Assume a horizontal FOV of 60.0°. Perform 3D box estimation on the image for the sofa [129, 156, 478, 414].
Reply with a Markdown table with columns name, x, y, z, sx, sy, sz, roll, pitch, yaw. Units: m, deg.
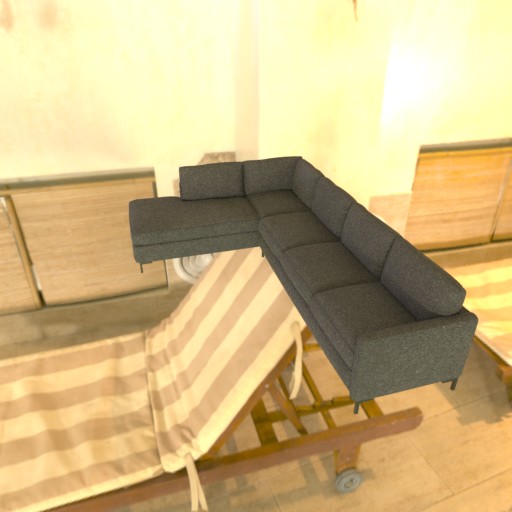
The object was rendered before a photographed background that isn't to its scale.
| name | x | y | z | sx | sy | sz | roll | pitch | yaw |
| --- | --- | --- | --- | --- | --- | --- | --- | --- | --- |
| sofa | 0.000 | 0.000 | 3.751 | 2.007 | 0.815 | 2.949 | -8 | 31 | -14 |
